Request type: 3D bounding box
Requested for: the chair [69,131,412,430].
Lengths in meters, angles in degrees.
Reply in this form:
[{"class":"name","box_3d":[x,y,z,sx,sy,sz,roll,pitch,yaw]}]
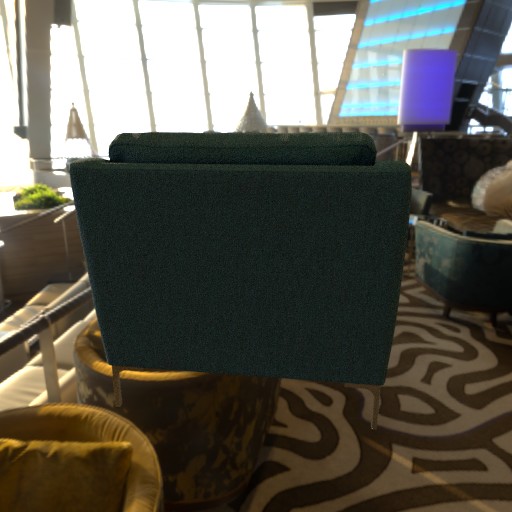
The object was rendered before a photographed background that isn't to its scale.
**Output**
[{"class":"chair","box_3d":[0.000,0.000,1.521,0.847,0.828,0.849,2,16,8]}]
